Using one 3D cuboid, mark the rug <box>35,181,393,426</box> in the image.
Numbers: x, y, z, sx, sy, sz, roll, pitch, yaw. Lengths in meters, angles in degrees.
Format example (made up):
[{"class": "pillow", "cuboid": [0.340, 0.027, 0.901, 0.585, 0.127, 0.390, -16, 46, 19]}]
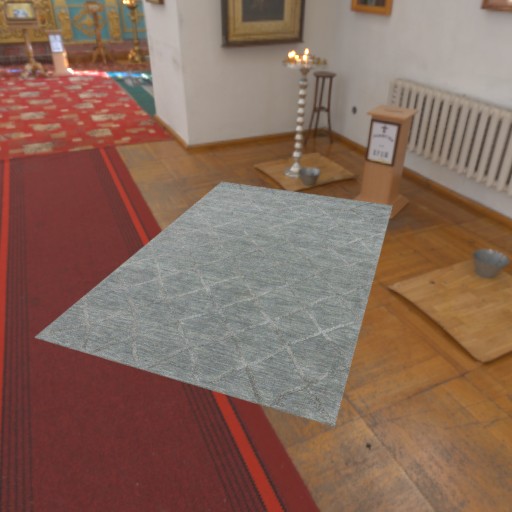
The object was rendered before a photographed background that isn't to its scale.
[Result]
[{"class": "rug", "cuboid": [0.000, 0.000, 2.918, 1.521, 0.006, 2.283, 11, 32, 18]}]
